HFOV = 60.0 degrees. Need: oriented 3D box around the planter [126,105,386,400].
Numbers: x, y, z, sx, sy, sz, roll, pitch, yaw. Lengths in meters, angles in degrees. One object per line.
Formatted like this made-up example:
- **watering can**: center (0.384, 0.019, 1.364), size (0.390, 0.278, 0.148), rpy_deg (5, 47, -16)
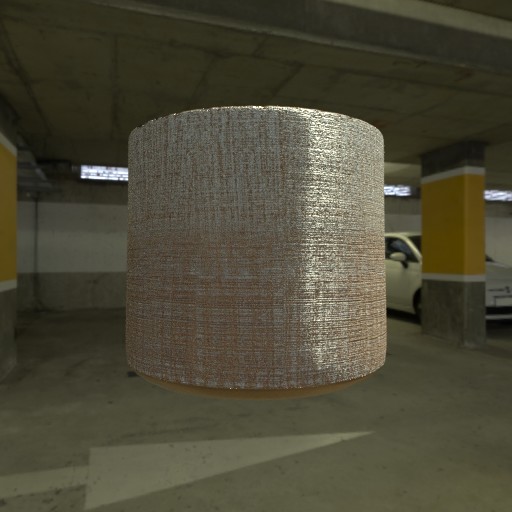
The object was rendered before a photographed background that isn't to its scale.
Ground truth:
- **planter**: center (0.000, 0.000, 0.314), size (0.177, 0.157, 0.177), rpy_deg (0, 0, 0)
